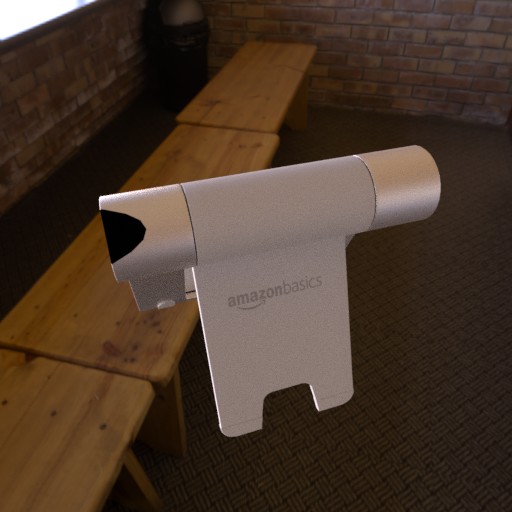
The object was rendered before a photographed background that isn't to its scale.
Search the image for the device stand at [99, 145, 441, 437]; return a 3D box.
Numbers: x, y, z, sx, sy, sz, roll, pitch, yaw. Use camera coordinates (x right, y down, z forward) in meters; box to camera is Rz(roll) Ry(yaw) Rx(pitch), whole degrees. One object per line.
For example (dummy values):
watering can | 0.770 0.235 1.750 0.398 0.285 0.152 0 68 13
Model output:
device stand | 0.000 0.000 0.151 0.086 0.084 0.079 -12 43 -13
